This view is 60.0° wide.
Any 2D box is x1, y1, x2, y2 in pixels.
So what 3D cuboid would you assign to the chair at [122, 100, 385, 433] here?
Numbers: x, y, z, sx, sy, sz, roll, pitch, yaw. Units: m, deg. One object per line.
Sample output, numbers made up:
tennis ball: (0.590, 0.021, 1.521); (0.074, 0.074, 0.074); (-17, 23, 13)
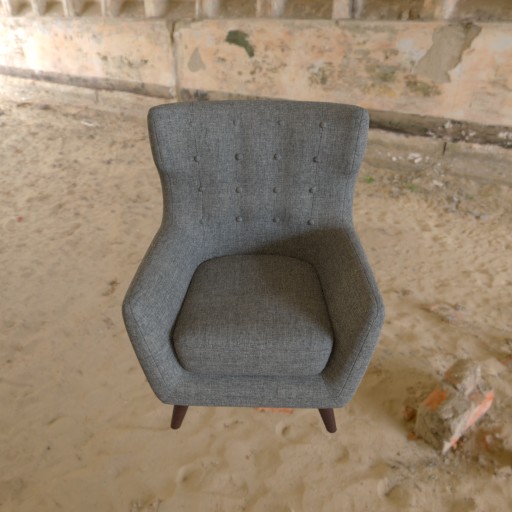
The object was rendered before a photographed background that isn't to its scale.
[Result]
chair: (0.000, 0.000, 1.775); (0.878, 1.063, 0.904); (1, 29, 1)
